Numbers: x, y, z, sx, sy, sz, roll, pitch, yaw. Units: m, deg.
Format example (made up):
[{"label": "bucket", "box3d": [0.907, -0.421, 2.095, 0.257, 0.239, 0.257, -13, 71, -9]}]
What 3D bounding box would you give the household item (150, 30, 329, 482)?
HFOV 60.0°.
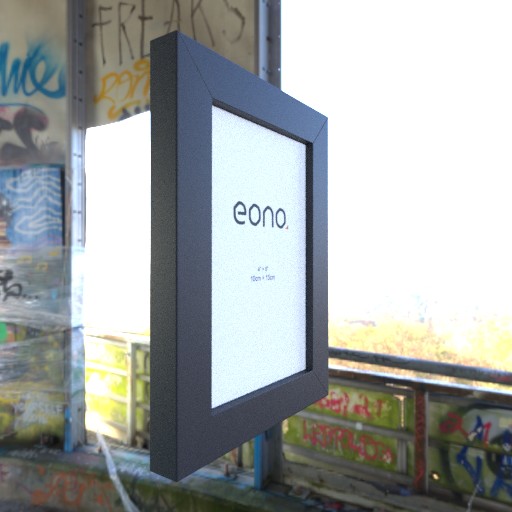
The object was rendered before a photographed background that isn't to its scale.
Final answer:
[{"label": "household item", "box3d": [0.000, 0.000, 0.233, 0.022, 0.178, 0.133, 0, 0, 35]}]
